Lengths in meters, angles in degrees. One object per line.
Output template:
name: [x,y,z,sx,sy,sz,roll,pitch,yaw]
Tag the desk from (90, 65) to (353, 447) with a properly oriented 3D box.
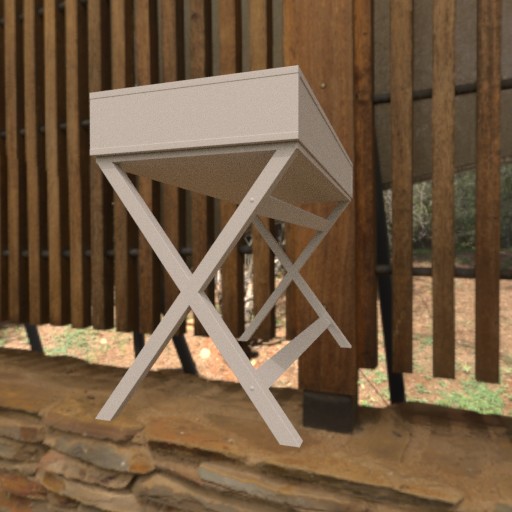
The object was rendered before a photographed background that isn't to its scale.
desk: [0.000,0.000,1.480,0.525,0.780,1.057,0,1,18]
